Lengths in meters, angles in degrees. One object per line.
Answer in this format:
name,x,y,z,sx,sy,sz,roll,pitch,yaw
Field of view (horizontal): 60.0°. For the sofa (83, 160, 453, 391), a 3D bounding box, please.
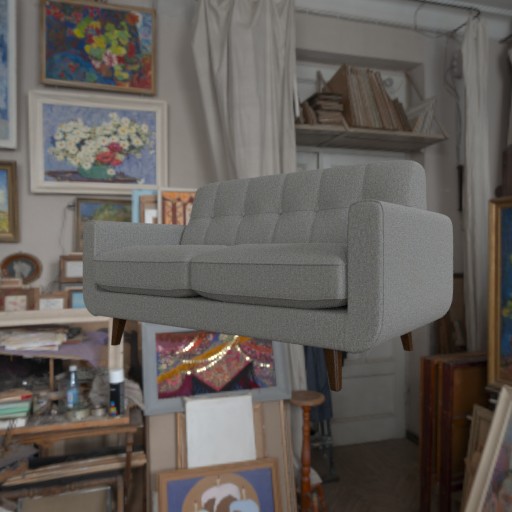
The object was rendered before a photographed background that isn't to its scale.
sofa,0.000,0.000,2.226,1.651,0.925,0.952,0,1,37
